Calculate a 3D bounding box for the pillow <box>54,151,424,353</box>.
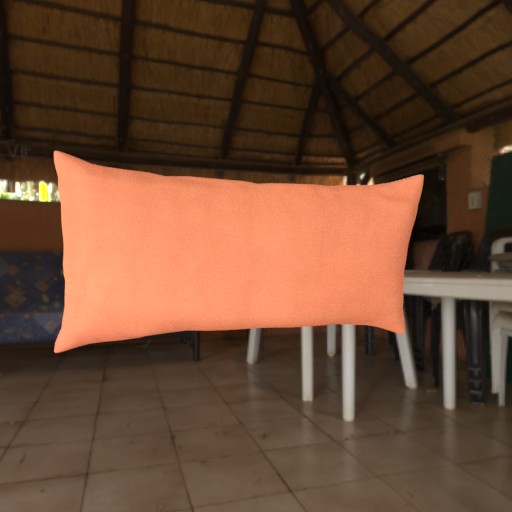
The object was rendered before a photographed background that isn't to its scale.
[{"bbox_3d":[0.000,0.000,0.725,0.608,0.292,0.156,0,-1,-18],"label":"pillow"}]
